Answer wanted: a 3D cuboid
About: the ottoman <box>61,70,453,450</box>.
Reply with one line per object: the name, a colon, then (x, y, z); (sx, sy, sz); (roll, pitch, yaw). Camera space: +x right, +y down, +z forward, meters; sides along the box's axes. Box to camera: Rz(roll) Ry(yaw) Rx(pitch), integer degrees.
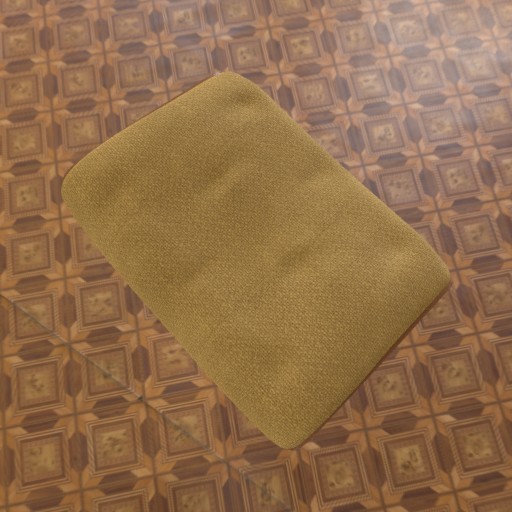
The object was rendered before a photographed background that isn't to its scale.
ottoman: (0.000, 0.000, 0.806); (0.394, 0.391, 0.520); (-42, 79, -11)
